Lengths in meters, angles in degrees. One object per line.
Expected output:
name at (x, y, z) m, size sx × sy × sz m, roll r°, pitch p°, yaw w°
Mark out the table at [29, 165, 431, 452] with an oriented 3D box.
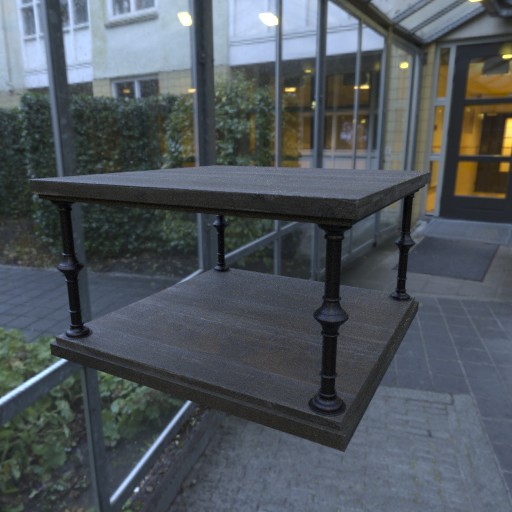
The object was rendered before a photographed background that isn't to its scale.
table at (0.000, 0.000, 1.108) m, size 0.696 × 0.400 × 0.696 m, roll 8°, pitch 16°, yaw 28°
